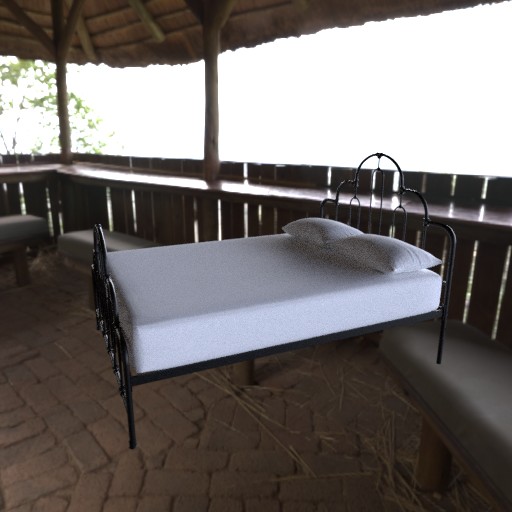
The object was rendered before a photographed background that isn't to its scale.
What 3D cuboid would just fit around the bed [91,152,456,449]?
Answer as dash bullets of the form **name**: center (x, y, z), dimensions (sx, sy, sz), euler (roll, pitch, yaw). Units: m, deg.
- **bed**: center (0.000, 0.000, 3.239), dimensions (2.181, 1.444, 1.626), euler (-7, 17, -24)
